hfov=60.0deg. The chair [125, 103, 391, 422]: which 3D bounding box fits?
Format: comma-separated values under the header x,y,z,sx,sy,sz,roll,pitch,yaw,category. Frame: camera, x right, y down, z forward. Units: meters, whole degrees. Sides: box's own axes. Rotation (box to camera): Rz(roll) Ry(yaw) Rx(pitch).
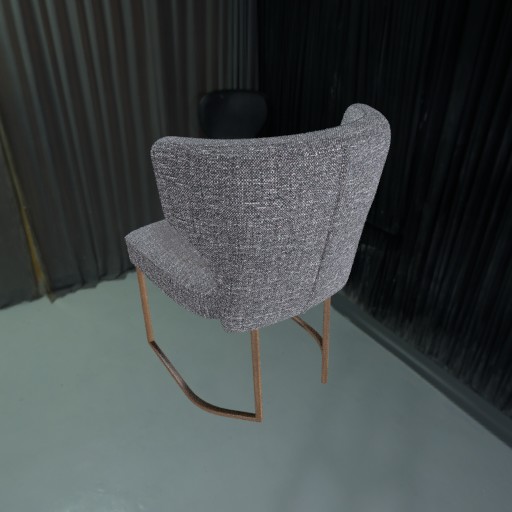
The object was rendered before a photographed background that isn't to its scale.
x,y,z,sx,sy,sz,roll,pitch,yaw,category
0.000,0.000,1.268,0.611,0.824,0.617,-20,36,-30,chair
